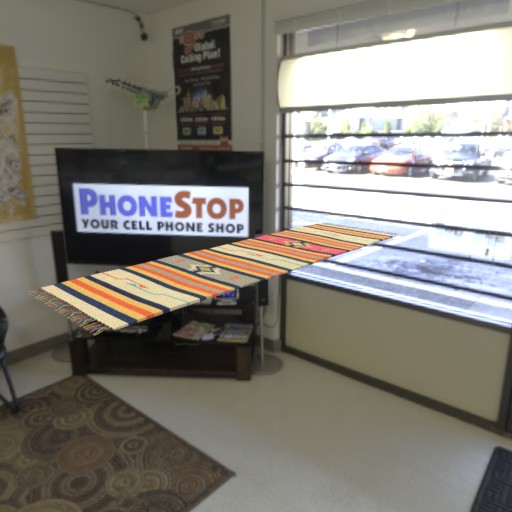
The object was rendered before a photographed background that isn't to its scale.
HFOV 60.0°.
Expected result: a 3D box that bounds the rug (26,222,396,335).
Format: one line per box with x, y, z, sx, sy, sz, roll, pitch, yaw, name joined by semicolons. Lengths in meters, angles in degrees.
0.000;0.000;2.724;0.695;0.017;2.455;14;20;42;rug
